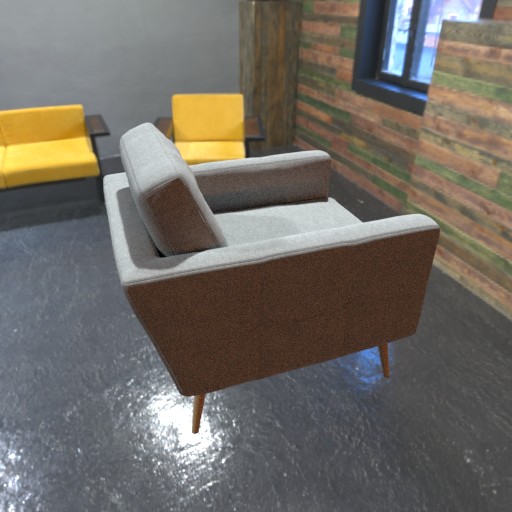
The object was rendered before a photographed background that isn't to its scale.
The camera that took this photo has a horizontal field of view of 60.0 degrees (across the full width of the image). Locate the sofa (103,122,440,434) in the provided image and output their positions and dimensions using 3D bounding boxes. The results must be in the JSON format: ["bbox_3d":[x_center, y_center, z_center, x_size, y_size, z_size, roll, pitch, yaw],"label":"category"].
[{"bbox_3d":[0.000,0.000,1.540,0.920,0.860,0.770,-10,32,-17],"label":"sofa"}]
